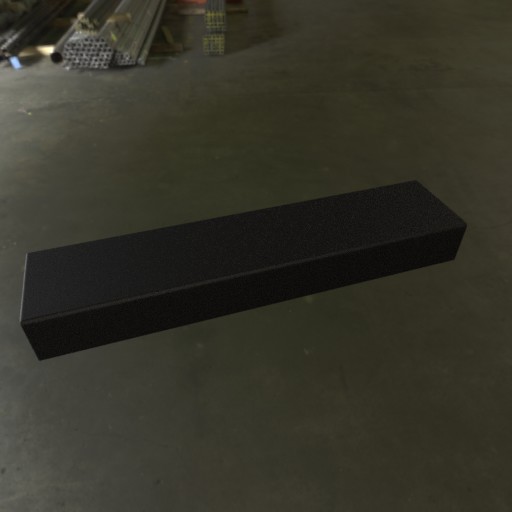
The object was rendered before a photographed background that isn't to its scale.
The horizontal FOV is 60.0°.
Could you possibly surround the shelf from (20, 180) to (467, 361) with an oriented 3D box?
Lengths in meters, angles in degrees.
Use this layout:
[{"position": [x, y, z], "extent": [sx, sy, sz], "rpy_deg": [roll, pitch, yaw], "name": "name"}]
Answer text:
[{"position": [0.000, 0.000, 0.483], "extent": [0.456, 0.053, 0.102], "rpy_deg": [-12, 42, -14], "name": "shelf"}]
